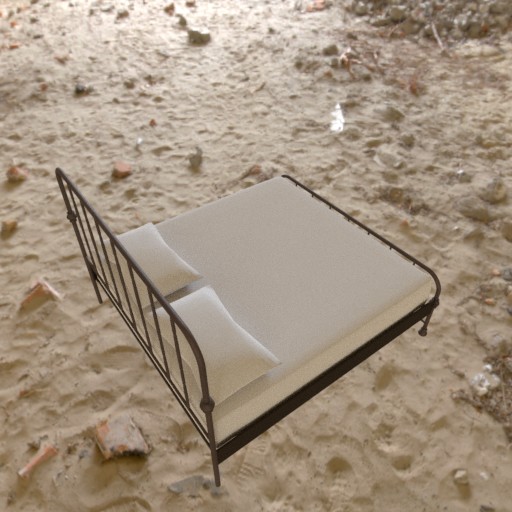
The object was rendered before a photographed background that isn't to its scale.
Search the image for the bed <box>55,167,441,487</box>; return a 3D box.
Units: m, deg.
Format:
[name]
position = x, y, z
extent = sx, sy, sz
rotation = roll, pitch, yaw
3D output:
[bed]
position = 0.000, 0.000, 3.425
extent = 2.134, 1.446, 2.044
rotation = -26, 48, -26
